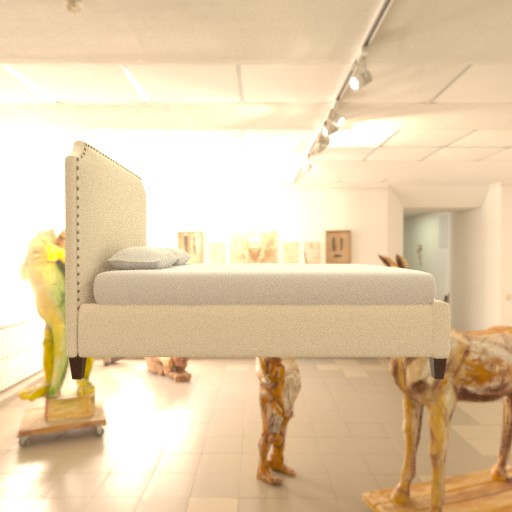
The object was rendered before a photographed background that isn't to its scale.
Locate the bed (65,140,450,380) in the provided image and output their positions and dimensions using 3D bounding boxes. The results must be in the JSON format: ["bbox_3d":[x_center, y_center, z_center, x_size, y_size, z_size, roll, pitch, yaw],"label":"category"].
[{"bbox_3d":[0.000,0.000,3.524,2.372,1.497,1.712,0,1,0],"label":"bed"}]
